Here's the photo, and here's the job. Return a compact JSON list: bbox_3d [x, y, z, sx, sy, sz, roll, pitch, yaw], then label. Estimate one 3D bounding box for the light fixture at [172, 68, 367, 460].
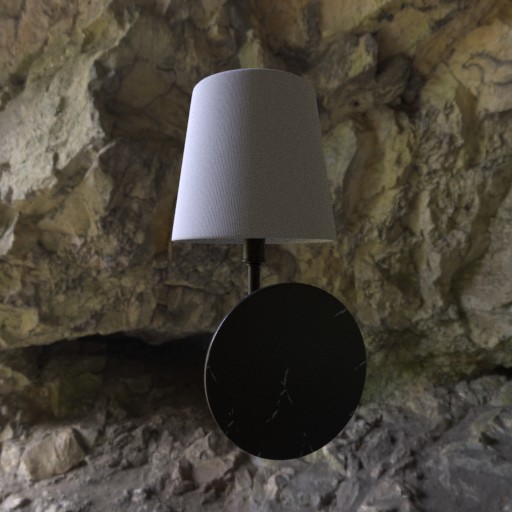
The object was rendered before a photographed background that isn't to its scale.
[{"bbox_3d":[0.000,0.000,0.455,0.168,0.337,0.188,0,0,-18],"label":"light fixture"}]
